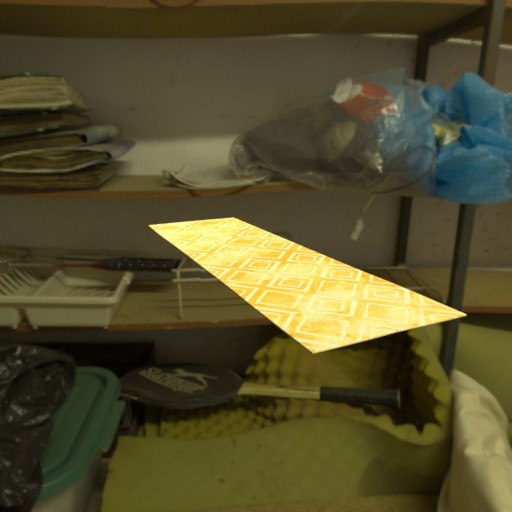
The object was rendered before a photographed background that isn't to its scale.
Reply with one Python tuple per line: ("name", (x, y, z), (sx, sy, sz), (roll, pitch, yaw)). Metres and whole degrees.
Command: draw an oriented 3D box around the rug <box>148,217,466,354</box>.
("rug", (0.000, 0.000, 2.745), (0.775, 0.010, 2.438), (-8, 17, -25))
